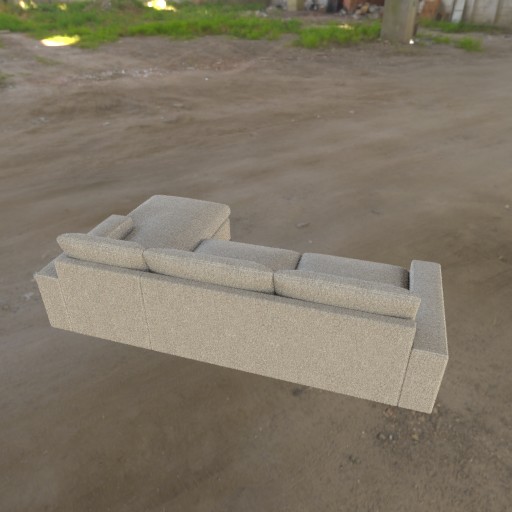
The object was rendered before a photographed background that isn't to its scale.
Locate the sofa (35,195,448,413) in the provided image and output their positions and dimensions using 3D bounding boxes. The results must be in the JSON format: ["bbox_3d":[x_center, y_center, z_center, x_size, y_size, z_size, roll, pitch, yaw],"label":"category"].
[{"bbox_3d":[0.000,0.000,3.487,2.718,0.813,1.689,9,33,14],"label":"sofa"}]
